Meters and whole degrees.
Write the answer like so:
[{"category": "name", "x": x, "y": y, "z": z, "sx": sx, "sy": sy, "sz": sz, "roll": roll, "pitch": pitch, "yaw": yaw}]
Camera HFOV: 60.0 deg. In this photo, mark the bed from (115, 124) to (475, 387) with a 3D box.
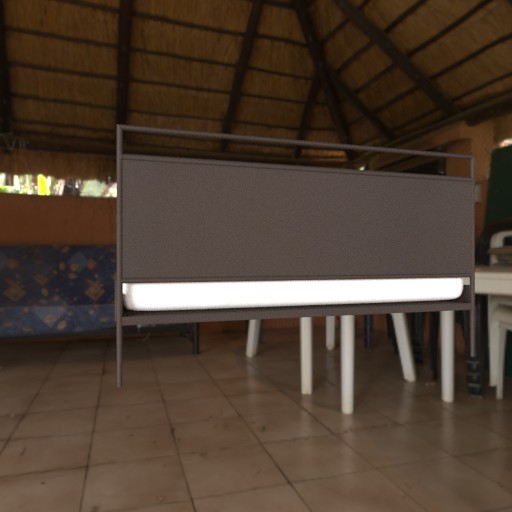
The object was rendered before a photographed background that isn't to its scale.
[{"category": "bed", "x": 0.000, "y": 0.000, "z": 3.295, "sx": 1.993, "sy": 1.173, "sz": 2.151, "roll": 0, "pitch": 0, "yaw": -18}]
